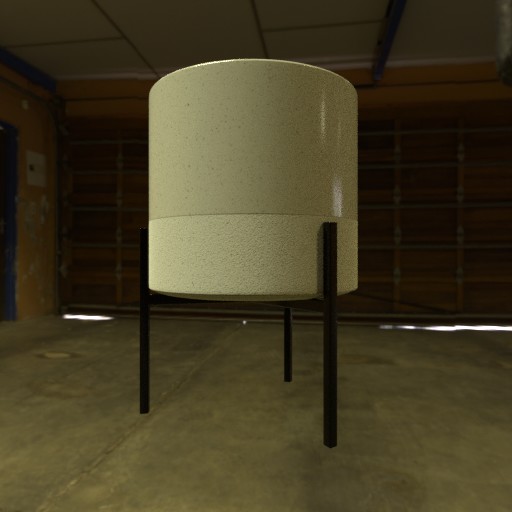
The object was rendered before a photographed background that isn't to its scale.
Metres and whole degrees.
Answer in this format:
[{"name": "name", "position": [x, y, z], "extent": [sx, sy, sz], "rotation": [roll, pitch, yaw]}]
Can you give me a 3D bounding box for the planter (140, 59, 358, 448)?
[{"name": "planter", "position": [0.000, 0.000, 0.330], "extent": [0.152, 0.230, 0.159], "rotation": [0, 0, -36]}]
